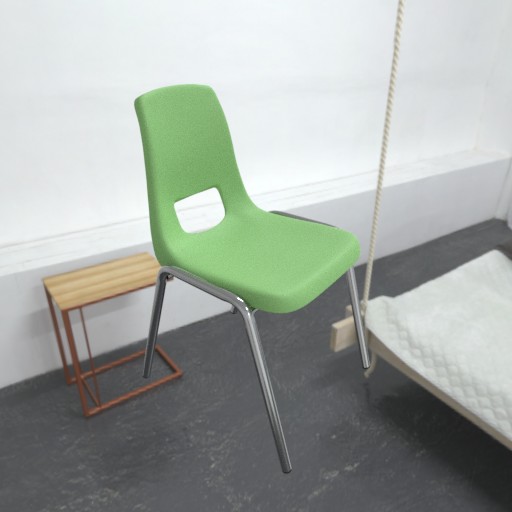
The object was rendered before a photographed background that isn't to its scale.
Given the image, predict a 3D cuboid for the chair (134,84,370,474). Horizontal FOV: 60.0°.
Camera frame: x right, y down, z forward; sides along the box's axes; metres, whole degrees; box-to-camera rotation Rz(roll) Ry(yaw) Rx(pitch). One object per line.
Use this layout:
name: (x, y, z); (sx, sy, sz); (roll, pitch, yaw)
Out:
chair: (0.000, 0.000, 0.941); (0.436, 0.653, 0.381); (19, 33, 32)
